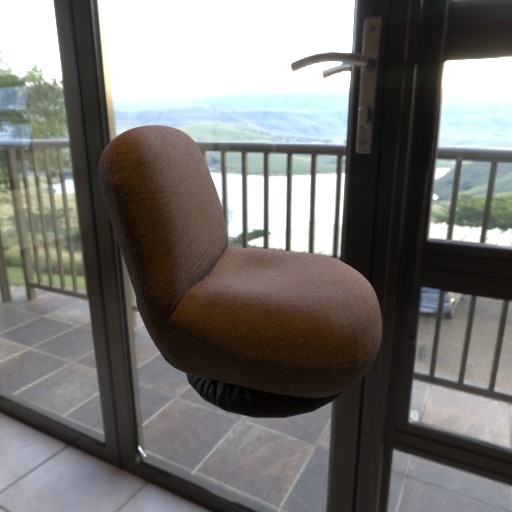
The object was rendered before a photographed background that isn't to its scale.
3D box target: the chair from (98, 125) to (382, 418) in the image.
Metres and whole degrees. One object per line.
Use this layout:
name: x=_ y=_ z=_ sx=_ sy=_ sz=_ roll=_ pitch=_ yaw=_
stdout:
chair: x=0.000 y=0.000 z=1.048 sx=0.597 sy=0.594 sz=0.521 roll=3 pitch=17 yaw=10
